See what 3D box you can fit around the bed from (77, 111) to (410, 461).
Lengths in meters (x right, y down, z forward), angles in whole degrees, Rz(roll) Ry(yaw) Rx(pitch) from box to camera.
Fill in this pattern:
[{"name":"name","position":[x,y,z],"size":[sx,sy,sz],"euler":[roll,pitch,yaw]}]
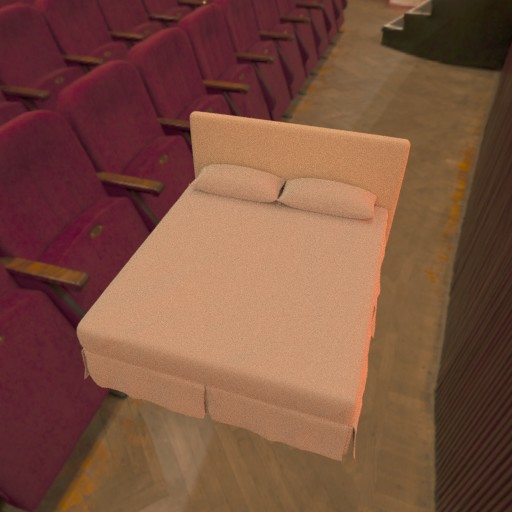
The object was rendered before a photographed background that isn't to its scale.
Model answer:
[{"name":"bed","position":[0.000,0.000,3.632],"size":[2.119,1.317,2.341],"euler":[12,42,13]}]
